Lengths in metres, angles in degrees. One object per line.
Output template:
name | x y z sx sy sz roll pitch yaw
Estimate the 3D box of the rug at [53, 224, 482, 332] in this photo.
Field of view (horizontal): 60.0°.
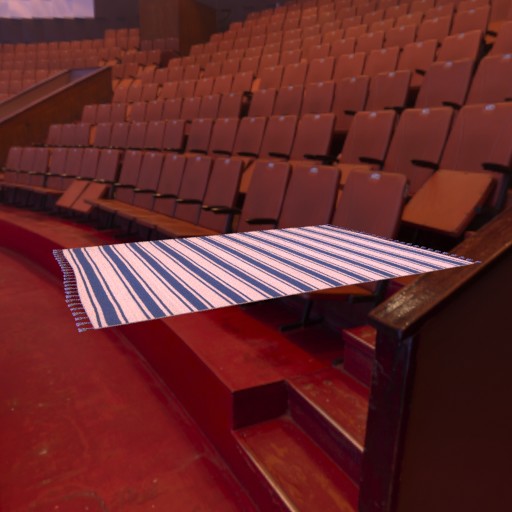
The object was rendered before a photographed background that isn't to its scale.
rug | 0.000 0.000 2.840 2.315 0.010 1.544 -7 15 -26
